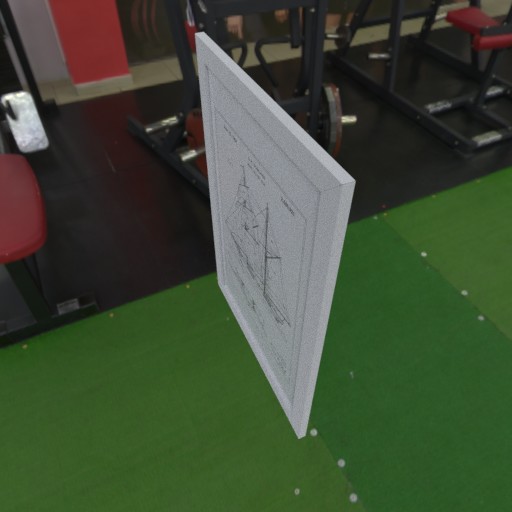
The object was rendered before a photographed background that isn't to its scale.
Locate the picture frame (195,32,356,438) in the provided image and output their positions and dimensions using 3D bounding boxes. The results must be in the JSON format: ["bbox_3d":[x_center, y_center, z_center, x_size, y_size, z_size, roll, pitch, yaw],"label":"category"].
[{"bbox_3d":[0.000,0.000,0.589,0.011,0.459,0.326,-18,49,-17],"label":"picture frame"}]
